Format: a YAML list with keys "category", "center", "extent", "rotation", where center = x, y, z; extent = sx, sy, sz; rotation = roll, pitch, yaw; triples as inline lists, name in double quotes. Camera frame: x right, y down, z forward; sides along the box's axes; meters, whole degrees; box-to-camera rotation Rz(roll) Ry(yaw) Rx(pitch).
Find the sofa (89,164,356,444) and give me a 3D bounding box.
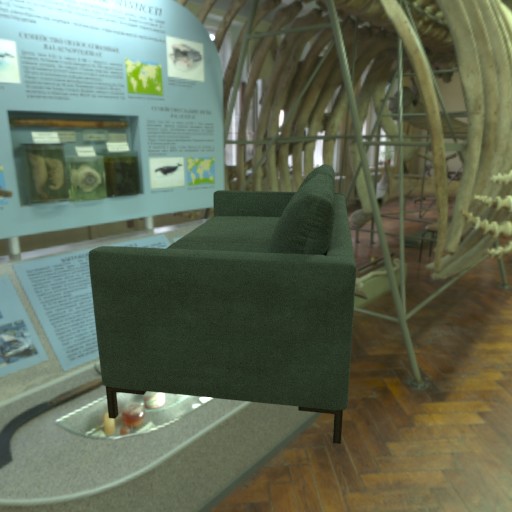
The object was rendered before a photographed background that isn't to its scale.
- category: "sofa"
  center: [0.000, 0.000, 2.189]
  extent: [0.875, 0.817, 1.676]
  rotation: [3, 15, 9]
